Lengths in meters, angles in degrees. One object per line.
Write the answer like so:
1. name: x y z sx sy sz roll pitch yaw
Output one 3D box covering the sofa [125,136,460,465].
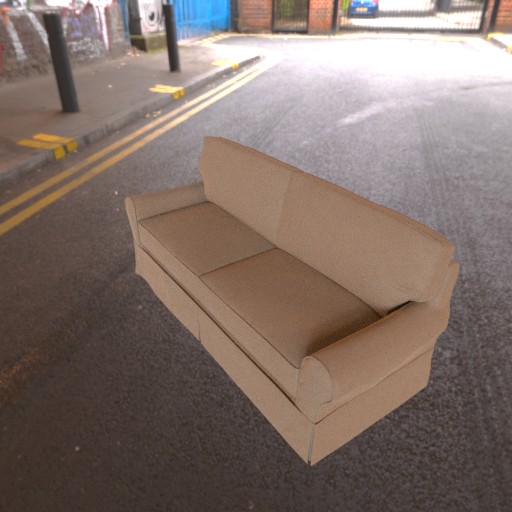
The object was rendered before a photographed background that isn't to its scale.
1. sofa: 0.000 0.000 2.770 0.900 1.014 2.246 -20 36 -30
